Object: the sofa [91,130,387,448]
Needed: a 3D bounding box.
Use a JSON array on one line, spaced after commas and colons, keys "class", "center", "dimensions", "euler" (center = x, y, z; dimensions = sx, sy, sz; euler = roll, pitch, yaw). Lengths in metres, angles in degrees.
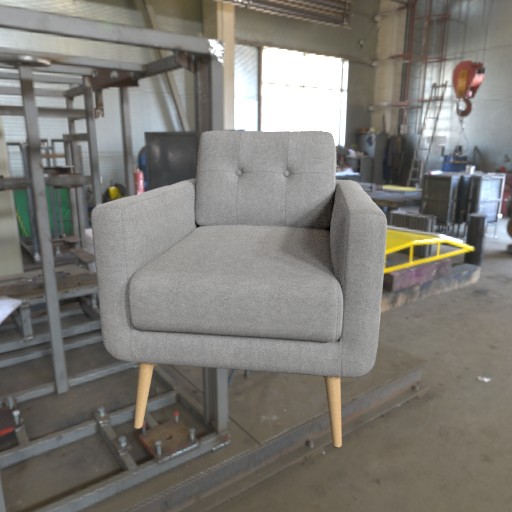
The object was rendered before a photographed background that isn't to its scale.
[{"class": "sofa", "center": [0.000, 0.000, 1.555], "dimensions": [0.770, 0.860, 0.920], "euler": [2, 15, 8]}]
